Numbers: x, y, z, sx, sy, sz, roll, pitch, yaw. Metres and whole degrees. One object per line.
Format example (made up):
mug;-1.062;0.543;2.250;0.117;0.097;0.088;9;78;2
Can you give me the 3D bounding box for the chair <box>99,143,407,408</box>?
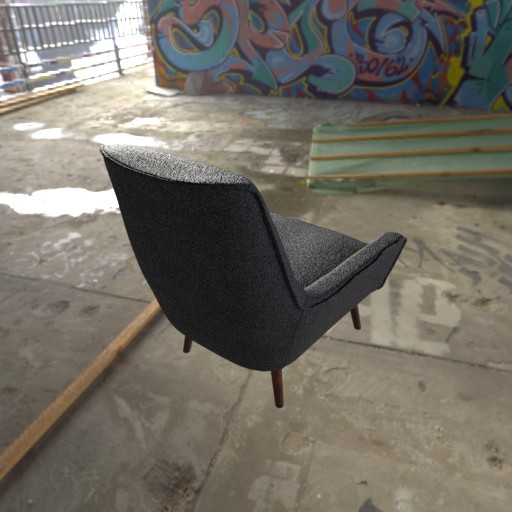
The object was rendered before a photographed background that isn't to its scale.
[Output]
chair;0.000;0.000;1.525;0.763;0.883;0.859;21;37;31
